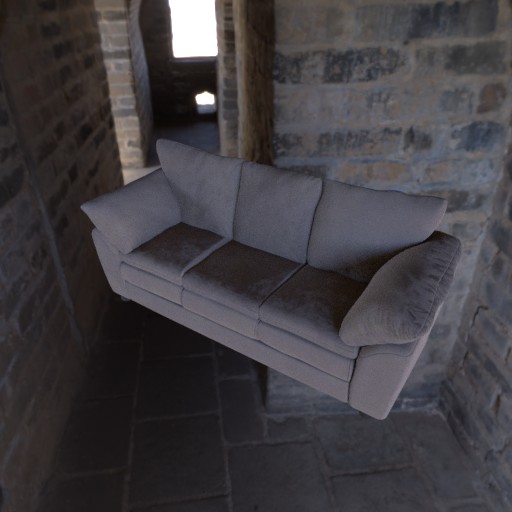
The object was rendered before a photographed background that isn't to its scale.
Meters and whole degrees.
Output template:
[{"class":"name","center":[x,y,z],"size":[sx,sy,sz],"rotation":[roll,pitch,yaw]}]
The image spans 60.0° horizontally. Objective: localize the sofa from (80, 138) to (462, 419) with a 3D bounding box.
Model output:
[{"class":"sofa","center":[0.000,0.000,2.863],"size":[2.336,1.073,0.878],"rotation":[19,35,29]}]
